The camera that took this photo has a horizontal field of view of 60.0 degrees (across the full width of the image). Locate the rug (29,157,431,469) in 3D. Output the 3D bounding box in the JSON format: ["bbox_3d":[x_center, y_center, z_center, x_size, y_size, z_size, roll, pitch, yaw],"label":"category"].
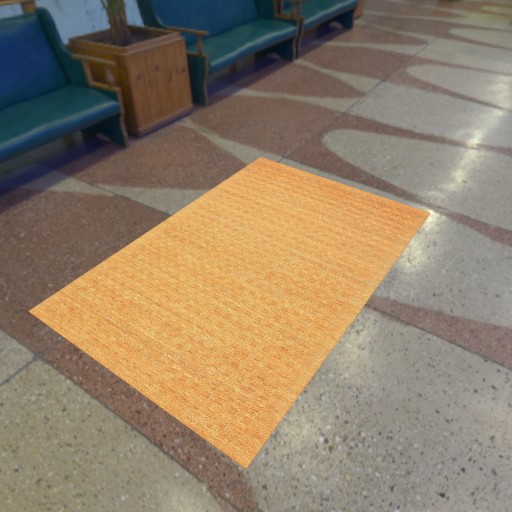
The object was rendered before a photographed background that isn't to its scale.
[{"bbox_3d":[0.000,0.000,2.878,1.524,0.006,2.285,24,45,26],"label":"rug"}]
